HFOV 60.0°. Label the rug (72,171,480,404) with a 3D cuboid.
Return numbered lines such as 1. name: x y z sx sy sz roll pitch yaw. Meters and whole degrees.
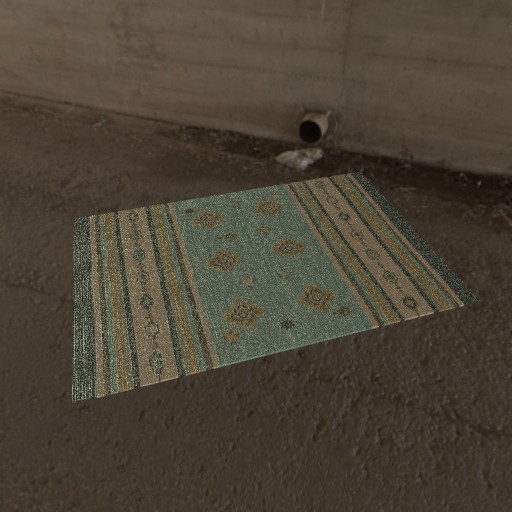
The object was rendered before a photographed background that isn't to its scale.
1. rug: 0.000 0.000 2.301 1.811 0.010 1.212 -11 43 -13
